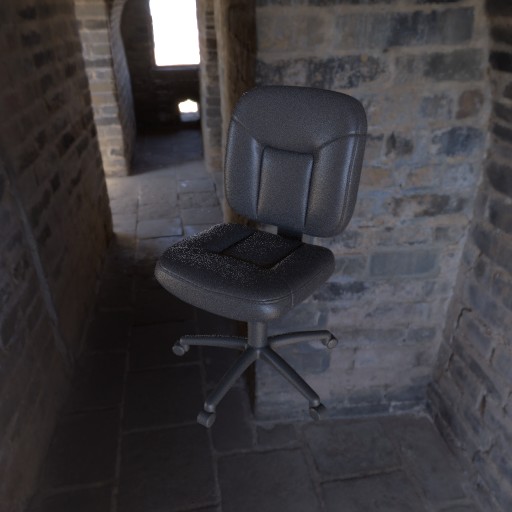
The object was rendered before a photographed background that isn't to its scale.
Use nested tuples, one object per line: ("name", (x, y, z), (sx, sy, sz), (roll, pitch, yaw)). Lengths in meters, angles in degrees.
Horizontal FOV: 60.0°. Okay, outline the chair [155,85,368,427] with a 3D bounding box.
("chair", (0.000, 0.000, 1.422), (0.647, 0.959, 0.646), (17, 33, 28))
